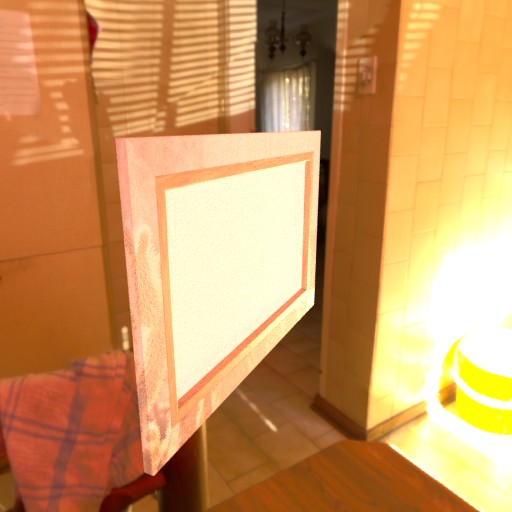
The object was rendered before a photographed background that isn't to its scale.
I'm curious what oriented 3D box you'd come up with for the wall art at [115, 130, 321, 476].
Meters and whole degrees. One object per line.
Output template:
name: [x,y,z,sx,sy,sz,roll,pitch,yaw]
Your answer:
wall art: [0.000,0.000,1.892,0.038,1.012,1.525,8,18,25]
